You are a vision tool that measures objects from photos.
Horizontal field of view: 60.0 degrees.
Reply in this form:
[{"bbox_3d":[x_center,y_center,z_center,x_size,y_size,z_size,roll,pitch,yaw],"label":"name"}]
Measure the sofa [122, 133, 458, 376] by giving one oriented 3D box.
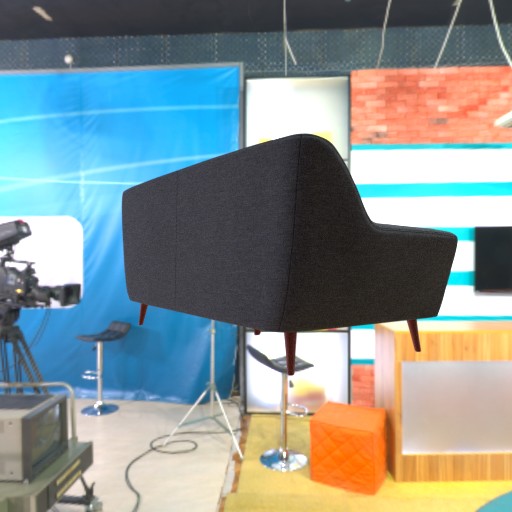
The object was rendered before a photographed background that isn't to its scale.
[{"bbox_3d":[0.000,0.000,2.501,0.975,0.896,1.929,0,0,-36],"label":"sofa"}]
